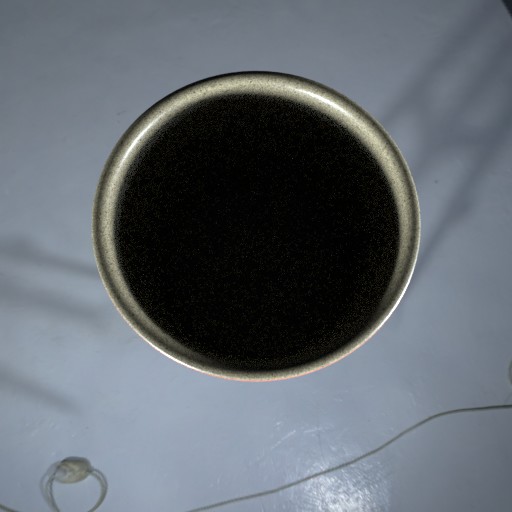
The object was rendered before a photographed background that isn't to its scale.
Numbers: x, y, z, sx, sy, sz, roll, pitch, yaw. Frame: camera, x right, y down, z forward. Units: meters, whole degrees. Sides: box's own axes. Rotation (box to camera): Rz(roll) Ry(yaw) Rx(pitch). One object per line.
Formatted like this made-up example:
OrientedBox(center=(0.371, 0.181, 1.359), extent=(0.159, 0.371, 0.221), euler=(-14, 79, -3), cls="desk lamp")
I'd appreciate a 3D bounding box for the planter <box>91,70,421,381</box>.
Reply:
OrientedBox(center=(0.000, 0.000, 0.352), extent=(0.191, 0.200, 0.191), euler=(0, 75, 0), cls="planter")
